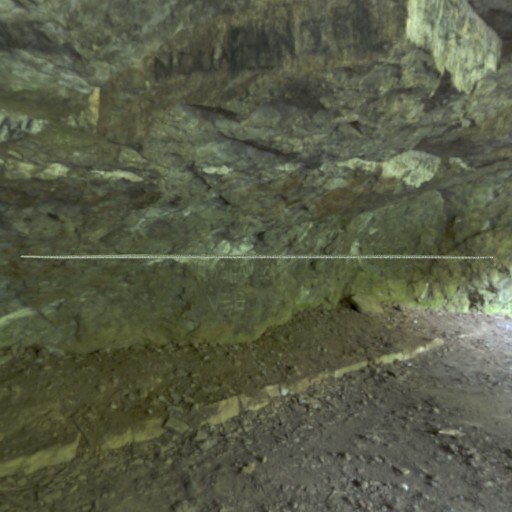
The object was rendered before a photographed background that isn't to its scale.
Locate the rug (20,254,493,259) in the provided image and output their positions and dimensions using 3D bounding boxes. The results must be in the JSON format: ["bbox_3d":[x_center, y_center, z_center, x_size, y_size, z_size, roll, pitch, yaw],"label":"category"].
[{"bbox_3d":[0.000,0.000,4.077,3.069,0.026,2.451,0,0,-1],"label":"rug"}]
